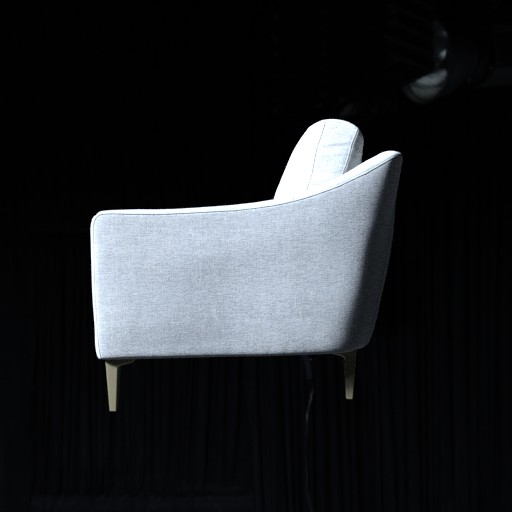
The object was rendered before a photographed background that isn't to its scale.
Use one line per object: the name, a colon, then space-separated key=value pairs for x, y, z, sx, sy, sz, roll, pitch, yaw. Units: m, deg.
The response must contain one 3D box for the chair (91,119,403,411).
chair: x=0.000 y=0.000 z=1.741 sx=0.961 sy=0.902 sz=0.986 roll=0 pitch=1 yaw=1
